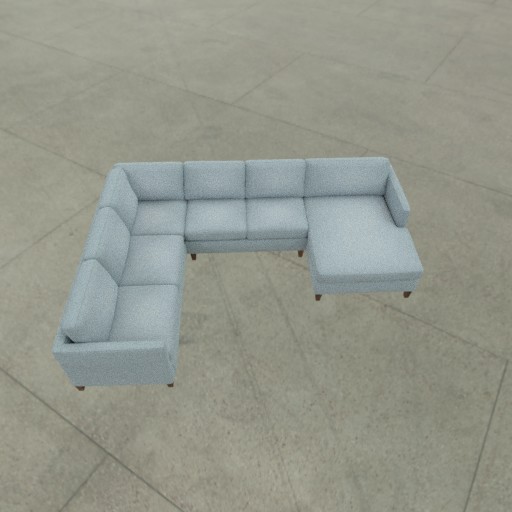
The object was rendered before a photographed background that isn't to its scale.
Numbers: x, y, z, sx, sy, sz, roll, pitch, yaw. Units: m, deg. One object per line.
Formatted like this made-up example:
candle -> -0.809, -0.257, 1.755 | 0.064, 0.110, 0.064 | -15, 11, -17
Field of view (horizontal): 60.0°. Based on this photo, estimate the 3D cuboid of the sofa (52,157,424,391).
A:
sofa -> 0.000, 0.000, 4.616 | 3.403, 0.889, 2.551 | -2, 46, -2
